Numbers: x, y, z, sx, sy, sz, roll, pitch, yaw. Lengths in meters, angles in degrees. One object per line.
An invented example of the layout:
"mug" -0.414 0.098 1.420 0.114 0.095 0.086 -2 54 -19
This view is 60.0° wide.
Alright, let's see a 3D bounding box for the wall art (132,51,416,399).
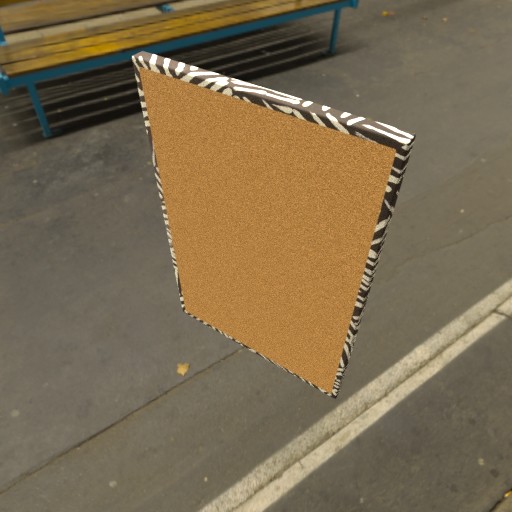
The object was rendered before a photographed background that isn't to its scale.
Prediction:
"wall art" 0.000 0.000 1.173 0.615 0.918 0.035 25 52 22
